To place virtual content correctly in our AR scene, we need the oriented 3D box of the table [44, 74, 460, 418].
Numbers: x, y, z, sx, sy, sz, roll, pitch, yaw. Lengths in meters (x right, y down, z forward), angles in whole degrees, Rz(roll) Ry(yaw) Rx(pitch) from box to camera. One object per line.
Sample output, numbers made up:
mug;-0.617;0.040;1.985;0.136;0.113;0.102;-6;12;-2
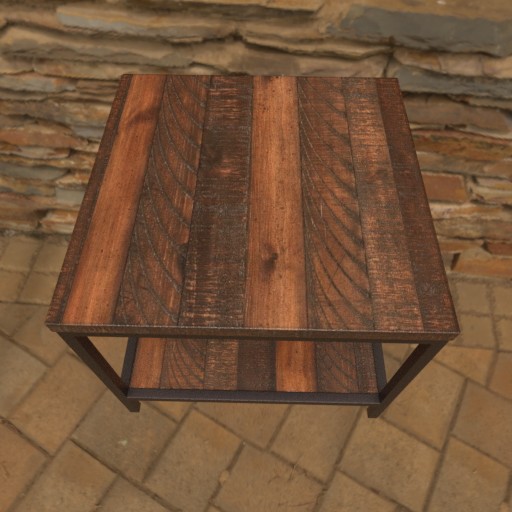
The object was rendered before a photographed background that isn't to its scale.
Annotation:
table;0.000;0.000;0.939;0.553;0.482;0.548;1;57;1
